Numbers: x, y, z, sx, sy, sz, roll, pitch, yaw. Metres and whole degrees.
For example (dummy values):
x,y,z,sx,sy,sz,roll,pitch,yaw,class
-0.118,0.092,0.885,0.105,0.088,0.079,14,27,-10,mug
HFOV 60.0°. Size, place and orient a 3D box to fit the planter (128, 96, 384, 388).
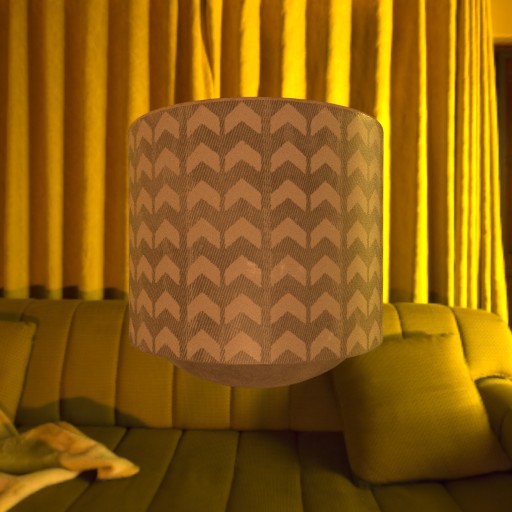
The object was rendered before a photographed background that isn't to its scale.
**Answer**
x,y,z,sx,sy,sz,roll,pitch,yaw,class
0.000,0.000,0.453,0.250,0.239,0.250,0,1,0,planter
